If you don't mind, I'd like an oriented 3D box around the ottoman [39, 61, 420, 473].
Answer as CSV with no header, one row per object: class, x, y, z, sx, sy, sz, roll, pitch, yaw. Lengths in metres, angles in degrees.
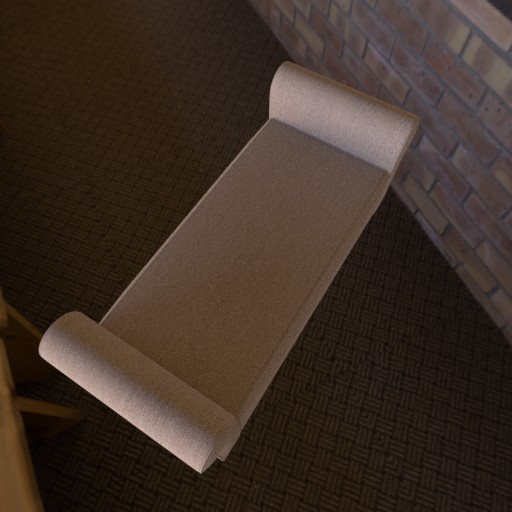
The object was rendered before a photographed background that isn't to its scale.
ottoman,0.000,0.000,1.495,0.521,0.547,1.256,29,66,14
